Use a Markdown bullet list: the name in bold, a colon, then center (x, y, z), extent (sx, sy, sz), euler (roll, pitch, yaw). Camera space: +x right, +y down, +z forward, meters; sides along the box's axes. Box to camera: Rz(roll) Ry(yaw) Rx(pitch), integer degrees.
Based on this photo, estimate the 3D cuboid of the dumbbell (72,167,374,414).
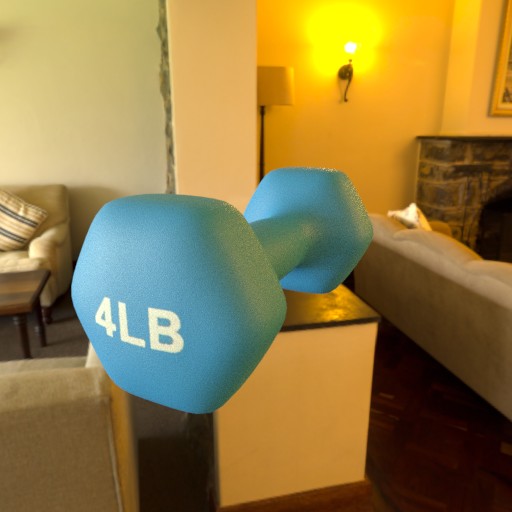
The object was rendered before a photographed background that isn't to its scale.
- **dumbbell**: center (0.000, 0.000, 0.191), extent (0.074, 0.066, 0.152), euler (8, 18, 26)
